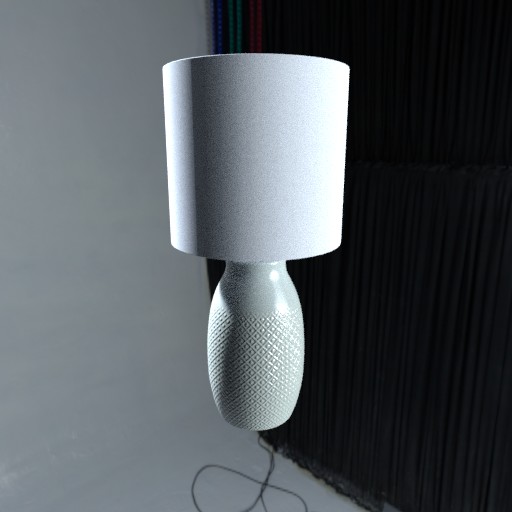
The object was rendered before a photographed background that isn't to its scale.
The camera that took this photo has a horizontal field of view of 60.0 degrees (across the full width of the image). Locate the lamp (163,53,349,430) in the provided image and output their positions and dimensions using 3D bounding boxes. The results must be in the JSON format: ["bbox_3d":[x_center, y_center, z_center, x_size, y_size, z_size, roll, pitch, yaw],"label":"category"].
[{"bbox_3d":[0.000,0.000,0.582,0.217,0.453,0.217,-14,20,-42],"label":"lamp"}]
